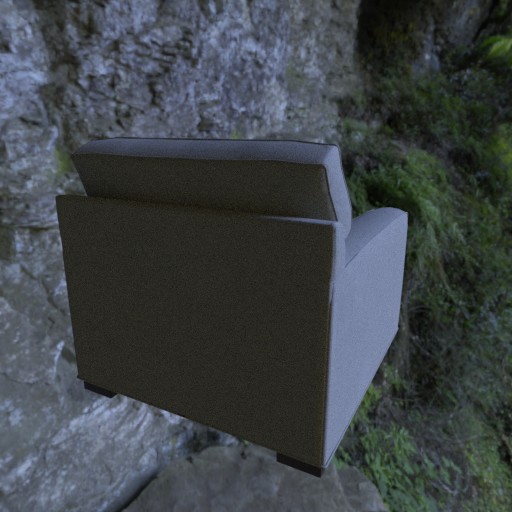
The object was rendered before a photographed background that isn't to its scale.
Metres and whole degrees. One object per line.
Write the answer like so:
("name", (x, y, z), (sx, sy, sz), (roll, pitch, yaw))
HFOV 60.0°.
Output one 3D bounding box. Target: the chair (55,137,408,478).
("chair", (0.000, 0.000, 1.779), (0.999, 0.934, 1.044), (9, 18, 27))
